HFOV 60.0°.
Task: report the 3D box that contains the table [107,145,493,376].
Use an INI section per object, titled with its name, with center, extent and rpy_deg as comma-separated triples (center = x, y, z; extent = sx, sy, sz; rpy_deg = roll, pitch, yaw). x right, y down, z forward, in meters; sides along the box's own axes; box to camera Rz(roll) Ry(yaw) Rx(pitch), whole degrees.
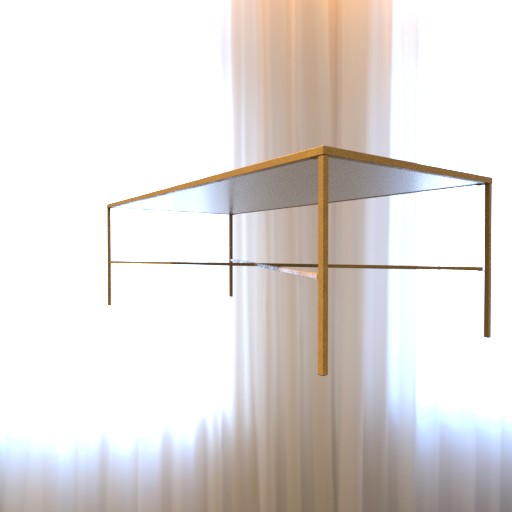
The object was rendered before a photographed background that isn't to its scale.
[table]
center = 0.000, 0.000, 1.422
extent = 0.580, 0.398, 1.206
rpy_deg = -1, 1, -36
